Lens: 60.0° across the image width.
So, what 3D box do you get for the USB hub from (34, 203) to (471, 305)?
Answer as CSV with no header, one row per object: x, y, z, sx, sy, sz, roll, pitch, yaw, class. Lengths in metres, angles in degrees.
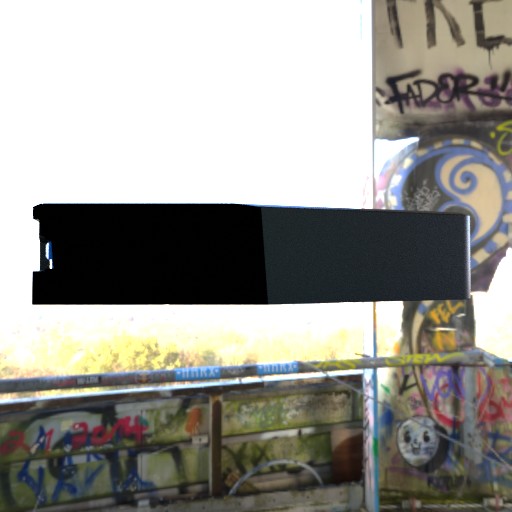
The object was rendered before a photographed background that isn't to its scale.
0.000,0.000,0.122,0.110,0.023,0.044,0,-1,-17,USB hub
